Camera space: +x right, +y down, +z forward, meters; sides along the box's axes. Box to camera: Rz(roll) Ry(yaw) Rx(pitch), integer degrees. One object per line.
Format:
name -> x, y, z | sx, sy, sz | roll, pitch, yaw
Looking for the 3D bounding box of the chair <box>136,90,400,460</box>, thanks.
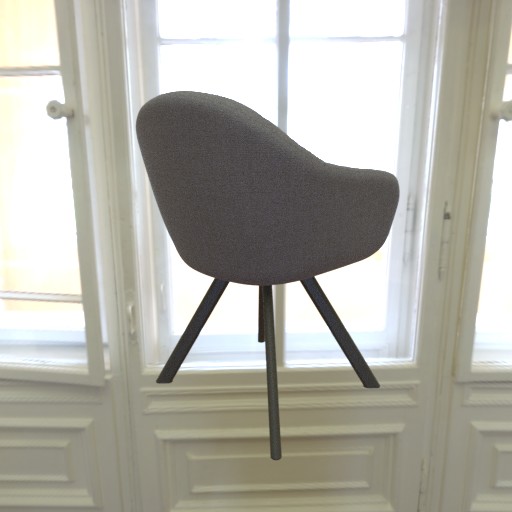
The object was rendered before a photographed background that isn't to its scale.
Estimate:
chair -> 0.000, 0.000, 1.185 | 0.550, 0.795, 0.590 | -14, 19, -43
